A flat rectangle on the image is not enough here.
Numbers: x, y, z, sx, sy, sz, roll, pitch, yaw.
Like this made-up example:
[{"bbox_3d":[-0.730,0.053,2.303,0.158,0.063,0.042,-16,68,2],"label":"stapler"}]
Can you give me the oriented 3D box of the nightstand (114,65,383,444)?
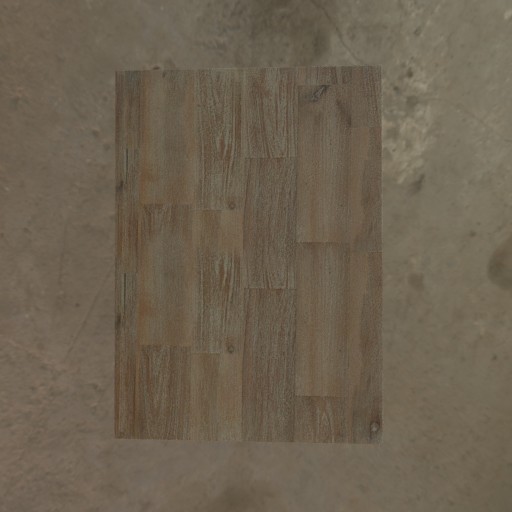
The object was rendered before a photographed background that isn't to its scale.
[{"bbox_3d":[0.000,0.000,0.947,0.396,0.589,0.552,0,89,3],"label":"nightstand"}]
